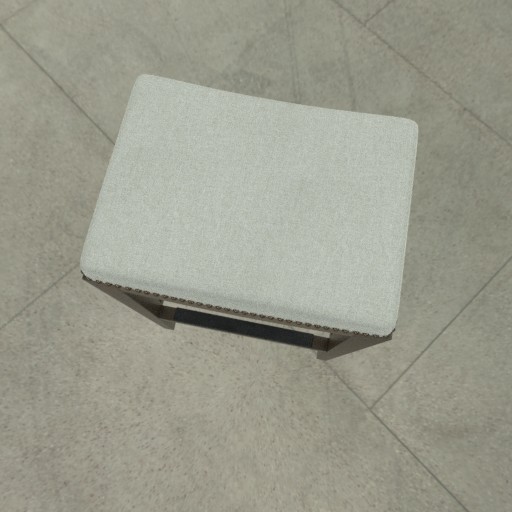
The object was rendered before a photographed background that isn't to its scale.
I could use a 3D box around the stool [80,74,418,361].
[{"bbox_3d":[0.000,0.000,1.023,0.498,0.759,0.358,11,75,3],"label":"stool"}]
